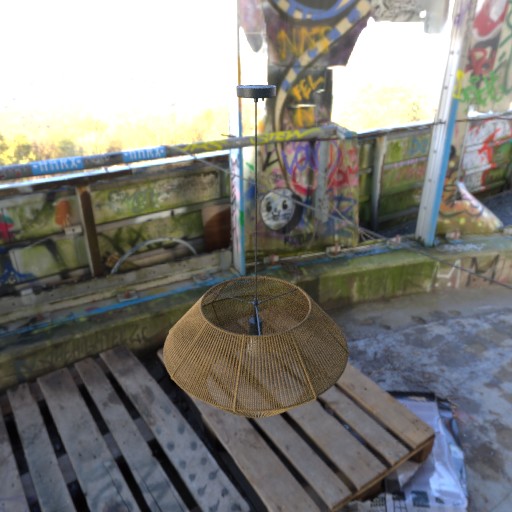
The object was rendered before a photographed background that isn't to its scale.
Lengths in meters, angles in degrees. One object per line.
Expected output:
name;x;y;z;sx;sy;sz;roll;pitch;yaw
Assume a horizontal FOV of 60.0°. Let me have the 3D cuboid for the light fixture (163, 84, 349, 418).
light fixture;0.000;0.000;1.405;0.643;1.009;0.643;0;26;0
